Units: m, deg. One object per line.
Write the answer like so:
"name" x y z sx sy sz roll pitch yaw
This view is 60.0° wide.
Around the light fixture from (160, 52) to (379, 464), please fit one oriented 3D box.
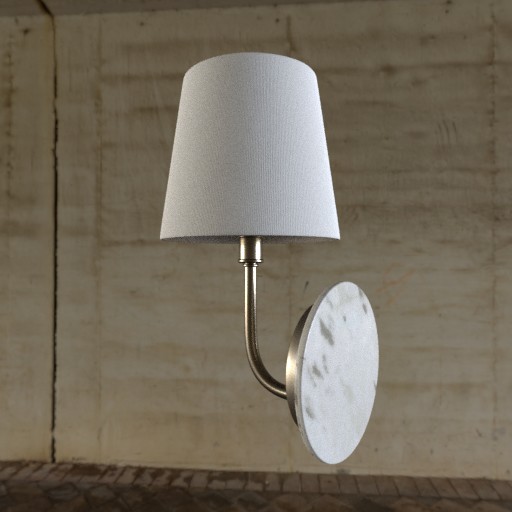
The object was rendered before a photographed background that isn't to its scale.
"light fixture" 0.000 0.000 0.424 0.188 0.337 0.168 -1 -1 37
